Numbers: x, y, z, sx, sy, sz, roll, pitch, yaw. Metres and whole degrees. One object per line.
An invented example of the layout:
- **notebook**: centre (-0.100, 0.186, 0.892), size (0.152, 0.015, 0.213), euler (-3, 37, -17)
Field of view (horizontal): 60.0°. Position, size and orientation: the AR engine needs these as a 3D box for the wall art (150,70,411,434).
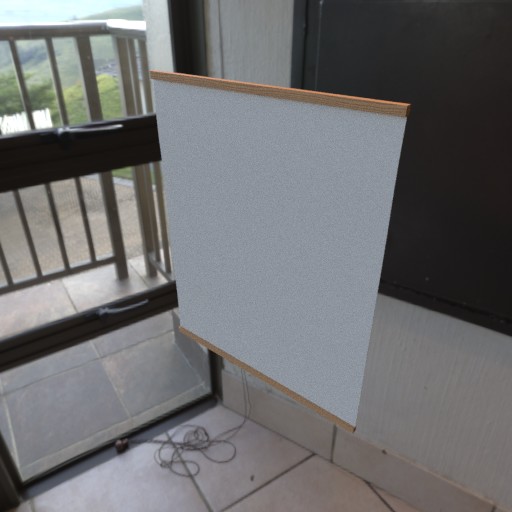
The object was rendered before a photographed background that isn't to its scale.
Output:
- **wall art**: centre (0.000, 0.000, 0.693), size (0.404, 0.507, 0.010), euler (22, 37, 33)
